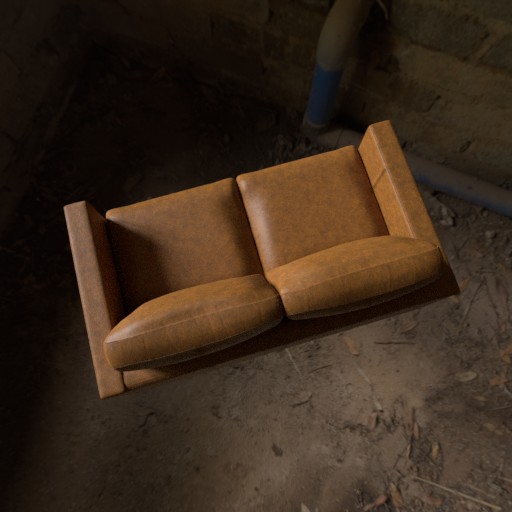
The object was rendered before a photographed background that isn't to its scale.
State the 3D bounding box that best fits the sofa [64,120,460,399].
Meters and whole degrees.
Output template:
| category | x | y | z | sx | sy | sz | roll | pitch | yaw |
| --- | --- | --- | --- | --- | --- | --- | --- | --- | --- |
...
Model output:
| category | x | y | z | sx | sy | sz | roll | pitch | yaw |
| --- | --- | --- | --- | --- | --- | --- | --- | --- | --- |
| sofa | 0.000 | 0.000 | 2.157 | 1.578 | 0.951 | 0.909 | -16 | 76 | -4 |
